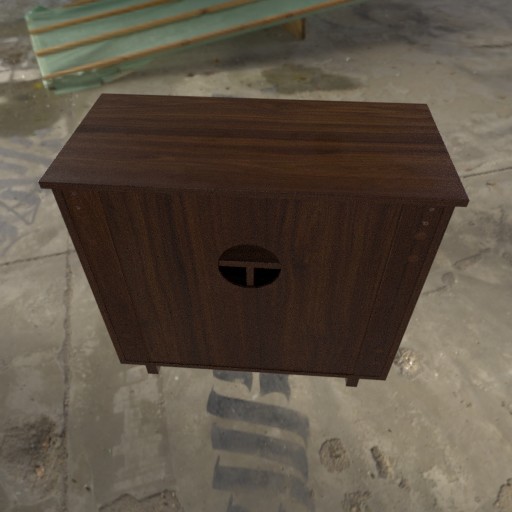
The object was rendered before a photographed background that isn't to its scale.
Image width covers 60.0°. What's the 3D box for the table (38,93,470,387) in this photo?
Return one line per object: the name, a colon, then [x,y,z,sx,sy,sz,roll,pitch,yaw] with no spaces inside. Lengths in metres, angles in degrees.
table: [0.000,0.000,1.214,0.802,0.725,0.390,3,45,3]
